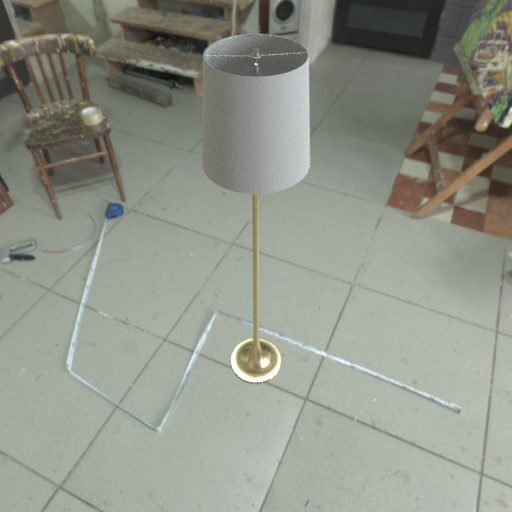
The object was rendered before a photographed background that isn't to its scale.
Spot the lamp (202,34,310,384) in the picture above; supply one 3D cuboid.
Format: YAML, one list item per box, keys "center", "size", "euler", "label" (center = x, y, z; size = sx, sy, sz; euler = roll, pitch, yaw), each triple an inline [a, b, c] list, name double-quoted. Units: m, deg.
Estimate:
- center: [0.000, 0.000, 1.700]
  size: [0.337, 1.543, 0.337]
  euler: [0, 46, 0]
  label: "lamp"
